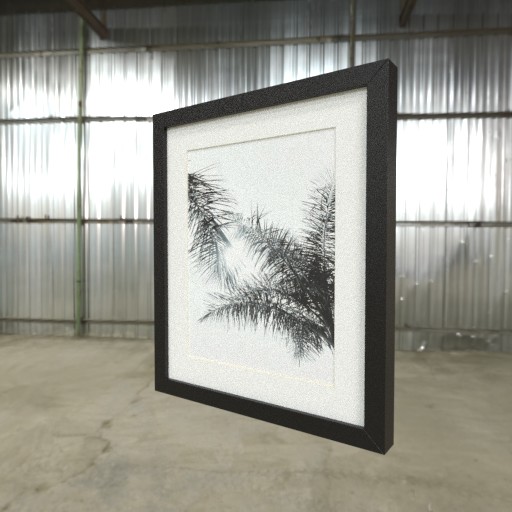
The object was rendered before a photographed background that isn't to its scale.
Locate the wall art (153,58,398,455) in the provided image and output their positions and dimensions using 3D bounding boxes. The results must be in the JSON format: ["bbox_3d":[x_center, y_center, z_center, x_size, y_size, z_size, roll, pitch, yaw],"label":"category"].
[{"bbox_3d":[0.000,0.000,0.529,0.325,0.380,0.028,1,2,35],"label":"wall art"}]
